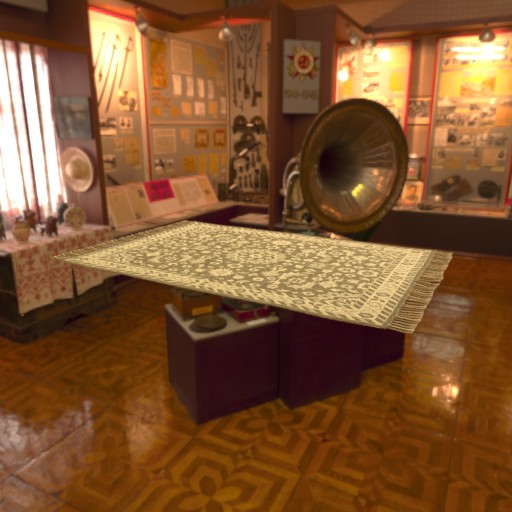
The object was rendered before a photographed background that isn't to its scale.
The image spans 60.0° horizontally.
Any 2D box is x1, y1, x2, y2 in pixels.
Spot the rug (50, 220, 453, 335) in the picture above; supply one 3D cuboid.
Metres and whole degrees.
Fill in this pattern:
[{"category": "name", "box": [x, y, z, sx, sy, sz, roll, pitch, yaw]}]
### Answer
[{"category": "rug", "box": [0.000, 0.000, 3.117, 2.431, 0.025, 1.530, 9, 18, 28]}]
